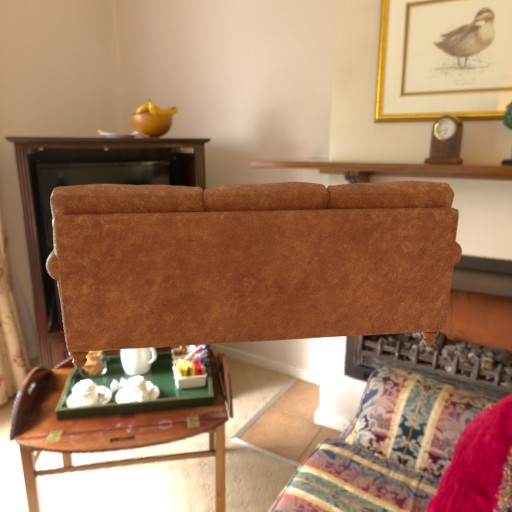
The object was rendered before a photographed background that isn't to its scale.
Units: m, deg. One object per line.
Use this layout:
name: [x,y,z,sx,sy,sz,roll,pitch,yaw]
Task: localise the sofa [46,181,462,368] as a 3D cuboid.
sofa: [0.000,0.000,2.846,2.351,0.977,0.973,-2,14,-8]
